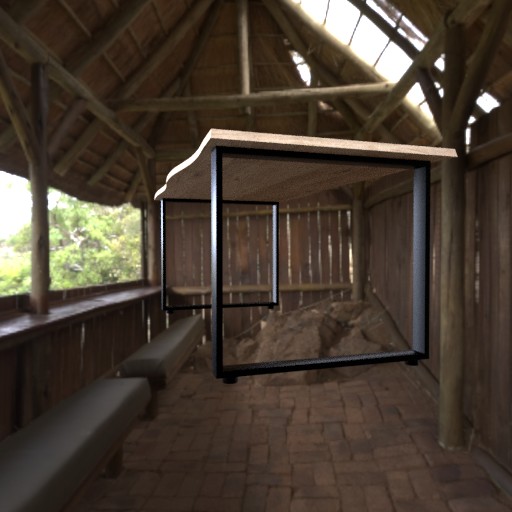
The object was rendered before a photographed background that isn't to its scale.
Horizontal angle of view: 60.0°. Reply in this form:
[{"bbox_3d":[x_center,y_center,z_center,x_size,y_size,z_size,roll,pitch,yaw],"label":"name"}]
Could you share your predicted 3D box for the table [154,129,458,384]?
[{"bbox_3d":[0.000,0.000,2.273,0.900,0.780,1.800,0,1,-18],"label":"table"}]
